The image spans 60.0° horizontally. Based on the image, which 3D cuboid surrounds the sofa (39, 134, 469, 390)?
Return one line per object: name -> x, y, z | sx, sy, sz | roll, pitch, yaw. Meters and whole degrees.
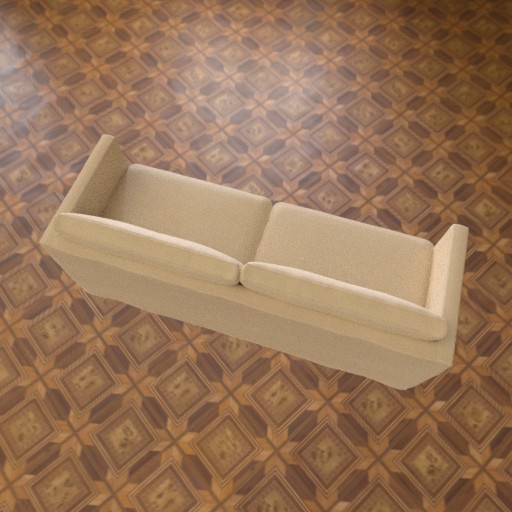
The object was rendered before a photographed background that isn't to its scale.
sofa -> 0.000, 0.000, 3.294 | 2.779, 0.999, 1.036 | 16, 65, 8
